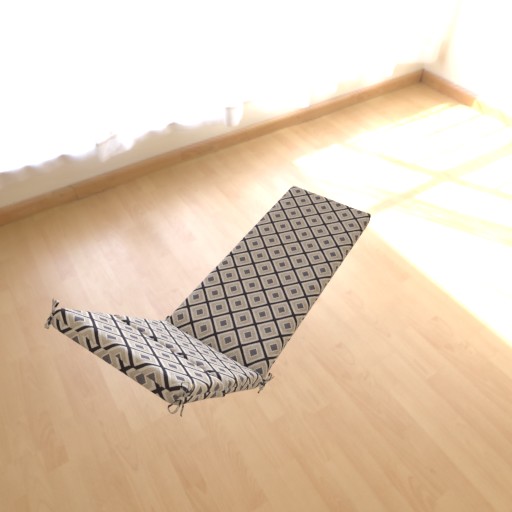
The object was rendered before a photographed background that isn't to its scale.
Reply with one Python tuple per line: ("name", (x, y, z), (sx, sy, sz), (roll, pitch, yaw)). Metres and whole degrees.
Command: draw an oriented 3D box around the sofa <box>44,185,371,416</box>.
("sofa", (0.000, 0.000, 1.954), (0.582, 0.622, 1.663), (24, 51, 22))
